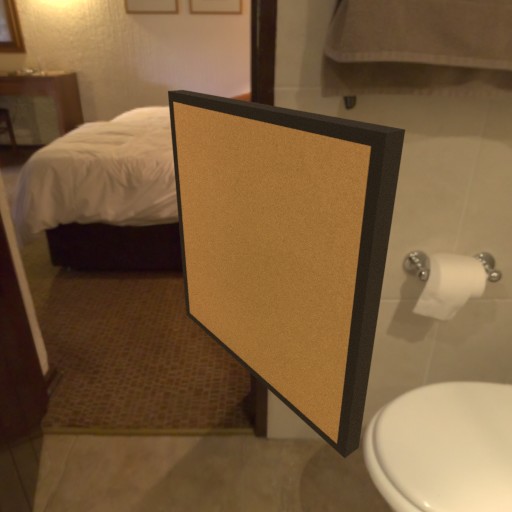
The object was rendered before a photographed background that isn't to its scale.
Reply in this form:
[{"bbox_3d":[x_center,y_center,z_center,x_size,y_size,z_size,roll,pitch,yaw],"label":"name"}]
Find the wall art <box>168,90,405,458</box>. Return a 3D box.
[{"bbox_3d":[0.000,0.000,0.781,0.033,0.507,0.508,-19,32,-33],"label":"wall art"}]
